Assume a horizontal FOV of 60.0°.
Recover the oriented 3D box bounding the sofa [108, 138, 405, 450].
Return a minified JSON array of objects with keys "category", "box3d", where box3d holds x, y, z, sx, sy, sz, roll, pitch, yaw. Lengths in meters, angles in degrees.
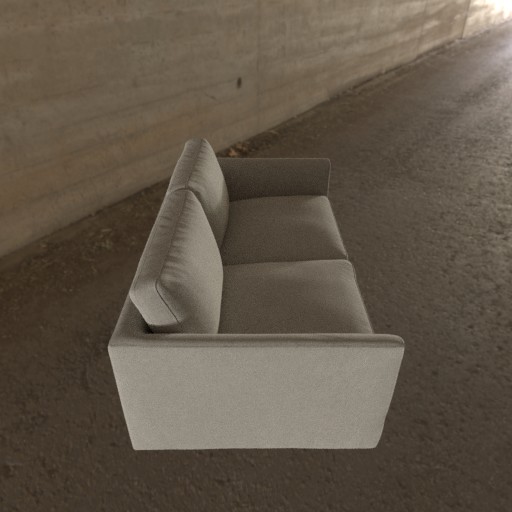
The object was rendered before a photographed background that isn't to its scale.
[{"category":"sofa","box3d":[0.000,0.000,2.493,1.091,0.839,1.905,0,33,0]}]
